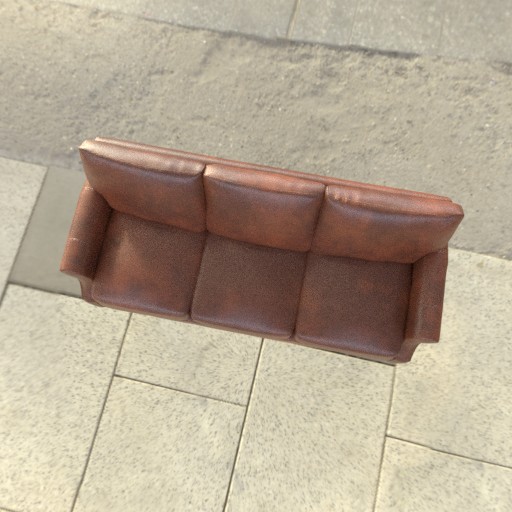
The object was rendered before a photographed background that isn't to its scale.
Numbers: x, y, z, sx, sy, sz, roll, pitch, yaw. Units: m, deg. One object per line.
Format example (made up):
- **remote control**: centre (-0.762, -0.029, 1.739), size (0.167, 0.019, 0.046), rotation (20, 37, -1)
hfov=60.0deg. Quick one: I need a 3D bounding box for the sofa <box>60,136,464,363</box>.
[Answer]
- **sofa**: centre (0.000, 0.000, 2.842), size (2.351, 0.977, 0.973), rotation (10, 76, 3)
